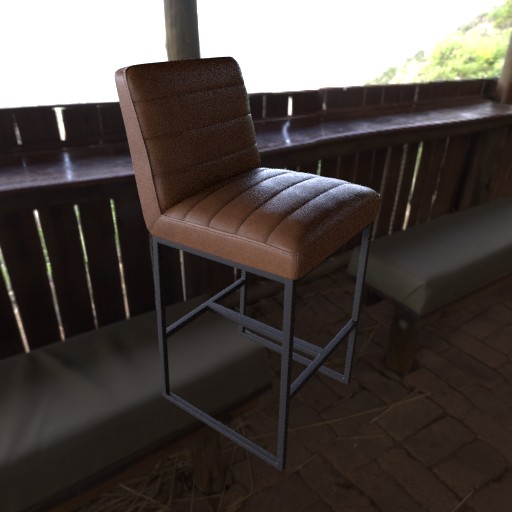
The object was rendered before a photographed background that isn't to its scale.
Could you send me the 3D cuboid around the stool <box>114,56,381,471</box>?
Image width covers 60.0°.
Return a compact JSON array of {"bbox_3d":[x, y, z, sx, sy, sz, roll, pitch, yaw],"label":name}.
[{"bbox_3d":[0.000,0.000,1.300,0.556,1.040,0.458,19,33,31],"label":"stool"}]
